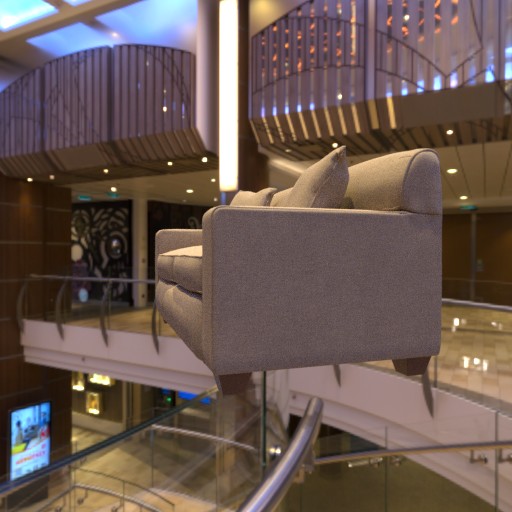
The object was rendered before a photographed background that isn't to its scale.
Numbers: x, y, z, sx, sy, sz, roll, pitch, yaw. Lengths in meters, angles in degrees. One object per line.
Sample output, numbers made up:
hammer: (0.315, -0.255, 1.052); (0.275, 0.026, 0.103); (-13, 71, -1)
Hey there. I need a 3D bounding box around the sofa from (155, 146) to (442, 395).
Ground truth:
sofa: (0.000, 0.000, 2.488); (0.998, 0.958, 1.846); (0, 0, -19)
